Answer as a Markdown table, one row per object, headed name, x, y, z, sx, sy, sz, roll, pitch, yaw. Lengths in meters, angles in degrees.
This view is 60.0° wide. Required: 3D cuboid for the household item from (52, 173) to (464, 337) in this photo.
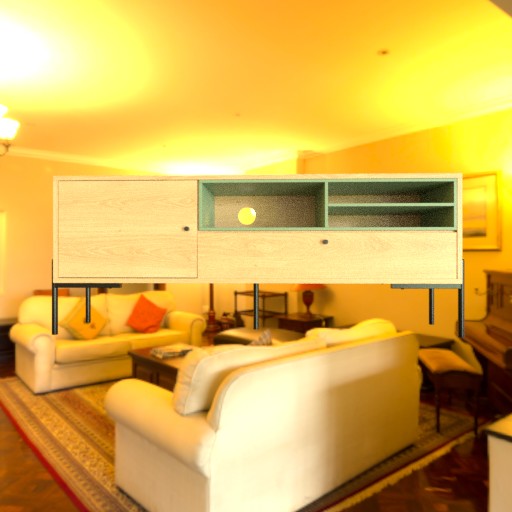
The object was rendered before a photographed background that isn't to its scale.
| name | x | y | z | sx | sy | sz | roll | pitch | yaw |
| --- | --- | --- | --- | --- | --- | --- | --- | --- | --- |
| household item | 0.000 | 0.000 | 1.810 | 1.550 | 0.600 | 0.400 | 0 | 0 | 2 |
